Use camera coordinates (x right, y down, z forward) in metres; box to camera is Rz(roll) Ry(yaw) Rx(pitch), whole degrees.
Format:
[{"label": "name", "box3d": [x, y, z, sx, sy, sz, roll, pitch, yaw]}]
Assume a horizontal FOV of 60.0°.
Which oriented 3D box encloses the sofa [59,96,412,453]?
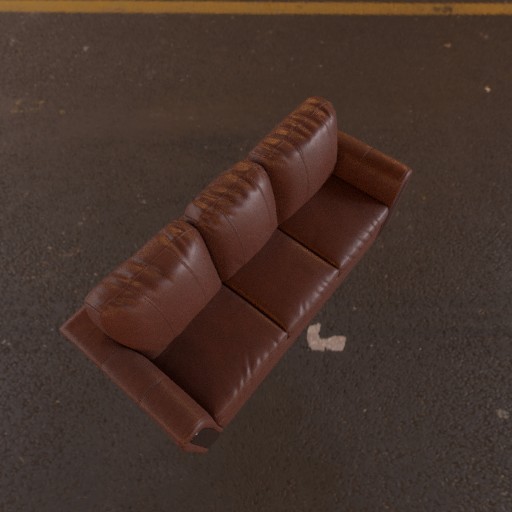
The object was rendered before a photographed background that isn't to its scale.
[{"label": "sofa", "box3d": [0.000, 0.000, 2.342, 0.802, 0.915, 1.862, 35, 65, 19]}]
